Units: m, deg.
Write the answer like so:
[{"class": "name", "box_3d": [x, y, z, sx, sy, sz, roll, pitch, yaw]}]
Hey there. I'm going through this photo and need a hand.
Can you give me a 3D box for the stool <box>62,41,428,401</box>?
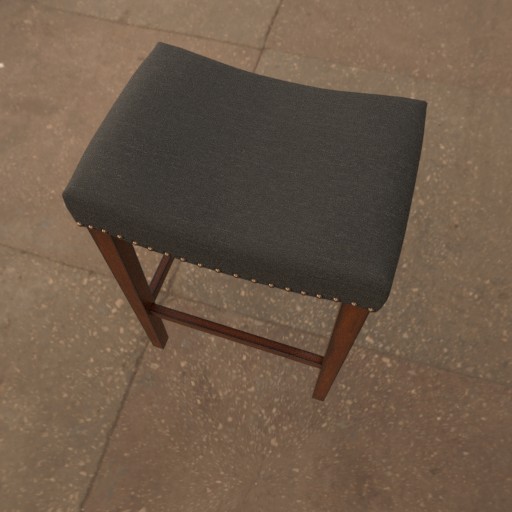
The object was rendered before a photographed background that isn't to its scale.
[{"class": "stool", "box_3d": [0.000, 0.000, 0.981, 0.502, 0.760, 0.366, 16, 64, 8]}]
